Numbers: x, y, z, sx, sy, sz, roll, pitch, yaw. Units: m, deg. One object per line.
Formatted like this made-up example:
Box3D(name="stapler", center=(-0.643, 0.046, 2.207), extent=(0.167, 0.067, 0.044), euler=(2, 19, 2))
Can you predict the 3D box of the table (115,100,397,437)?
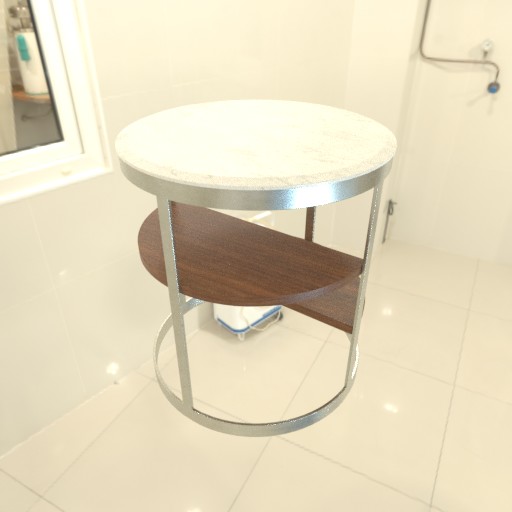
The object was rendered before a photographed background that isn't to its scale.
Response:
Box3D(name="table", center=(0.000, 0.000, 0.777), extent=(0.407, 0.447, 0.407), euler=(0, 32, 0))
